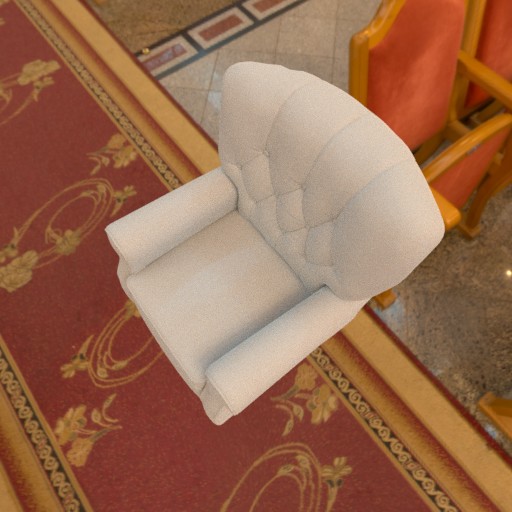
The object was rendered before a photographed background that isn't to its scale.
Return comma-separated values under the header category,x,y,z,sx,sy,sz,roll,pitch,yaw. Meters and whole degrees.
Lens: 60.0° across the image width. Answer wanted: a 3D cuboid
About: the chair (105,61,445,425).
category,x,y,z,sx,sy,sz,roll,pitch,yaw
chair,0.000,0.000,2.011,1.128,1.217,1.090,-34,67,-17
